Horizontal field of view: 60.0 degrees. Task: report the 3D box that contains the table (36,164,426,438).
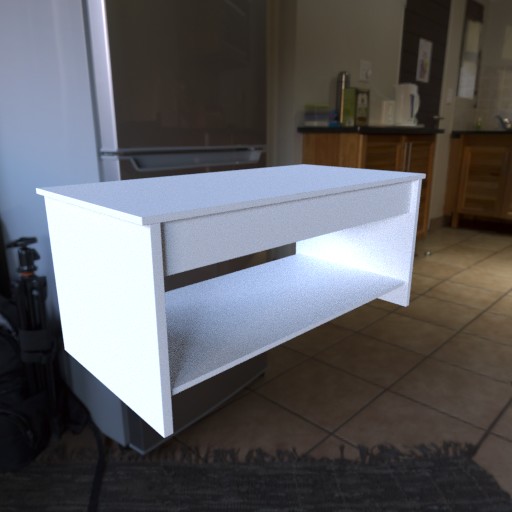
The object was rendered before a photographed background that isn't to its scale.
[{"bbox_3d":[0.000,0.000,1.296,1.000,0.441,0.500,-15,22,-42],"label":"table"}]
